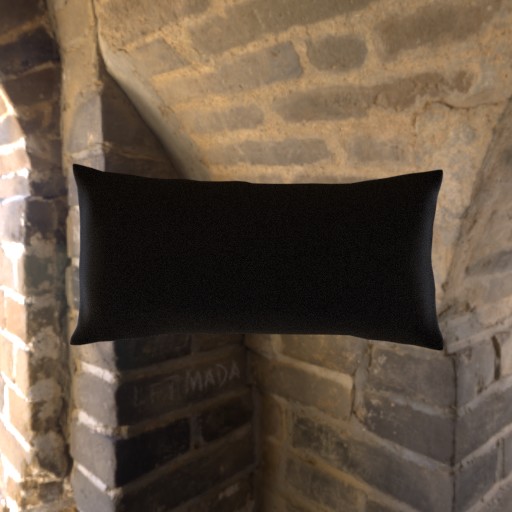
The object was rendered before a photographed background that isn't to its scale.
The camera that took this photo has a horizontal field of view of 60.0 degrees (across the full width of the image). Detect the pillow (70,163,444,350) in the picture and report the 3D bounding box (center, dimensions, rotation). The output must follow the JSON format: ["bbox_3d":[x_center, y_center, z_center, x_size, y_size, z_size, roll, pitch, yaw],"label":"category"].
[{"bbox_3d":[0.000,0.000,0.726,0.609,0.305,0.151,0,0,1],"label":"pillow"}]
